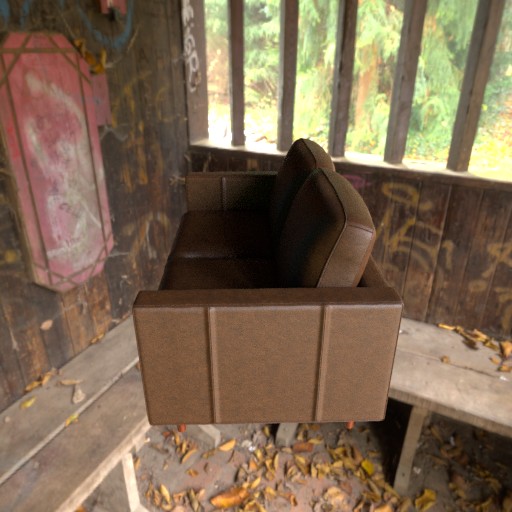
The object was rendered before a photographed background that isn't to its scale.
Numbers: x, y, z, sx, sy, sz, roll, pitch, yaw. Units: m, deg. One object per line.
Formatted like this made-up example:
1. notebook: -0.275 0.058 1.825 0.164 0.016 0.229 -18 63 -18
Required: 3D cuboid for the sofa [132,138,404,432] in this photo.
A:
1. sofa: 0.000 0.000 2.204 0.909 0.951 1.578 -1 26 -1
